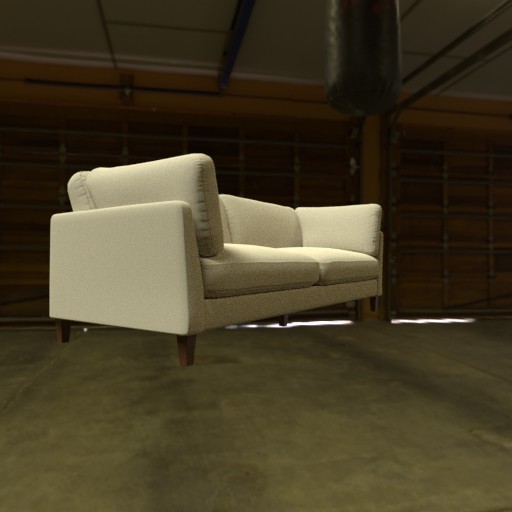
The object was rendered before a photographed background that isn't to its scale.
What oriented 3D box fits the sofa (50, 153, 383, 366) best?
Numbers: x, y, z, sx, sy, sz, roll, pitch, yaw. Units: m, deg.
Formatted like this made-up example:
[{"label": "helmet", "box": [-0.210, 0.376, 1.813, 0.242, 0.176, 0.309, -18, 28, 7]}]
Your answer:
[{"label": "sofa", "box": [0.000, 0.000, 2.843, 0.957, 0.863, 2.301, 0, 0, 34]}]
